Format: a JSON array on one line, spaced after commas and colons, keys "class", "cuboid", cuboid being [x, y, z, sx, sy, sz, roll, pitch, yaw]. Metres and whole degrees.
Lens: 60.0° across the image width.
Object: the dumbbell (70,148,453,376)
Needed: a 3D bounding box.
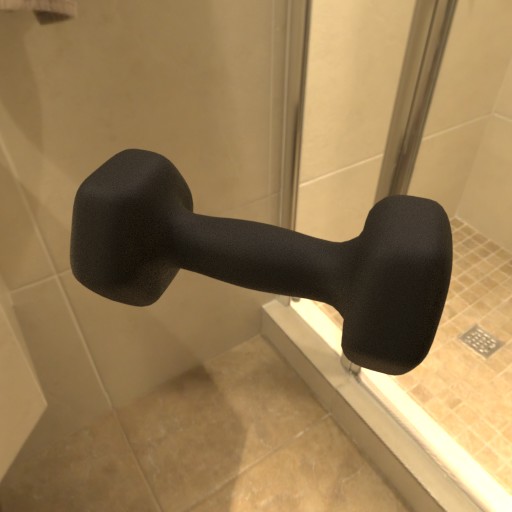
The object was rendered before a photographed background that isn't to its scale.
[{"class": "dumbbell", "cuboid": [0.000, 0.000, 0.290, 0.231, 0.101, 0.112, 13, 43, 14]}]
